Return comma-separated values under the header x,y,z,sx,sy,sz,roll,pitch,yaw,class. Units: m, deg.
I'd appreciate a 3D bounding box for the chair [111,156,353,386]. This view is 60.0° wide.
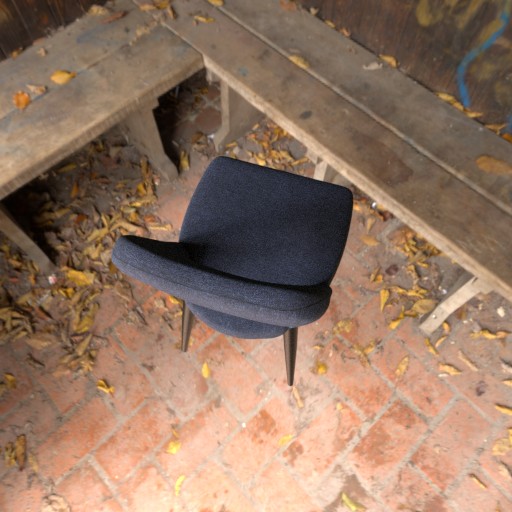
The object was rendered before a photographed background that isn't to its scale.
x,y,z,sx,sy,sz,roll,pitch,yaw,class
0.000,0.000,1.258,0.470,0.931,0.612,16,65,8,chair
